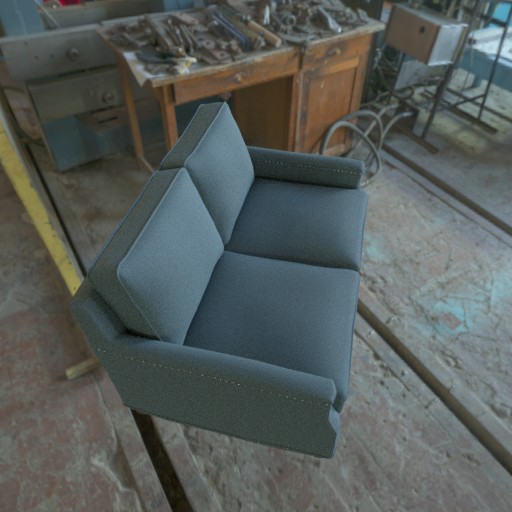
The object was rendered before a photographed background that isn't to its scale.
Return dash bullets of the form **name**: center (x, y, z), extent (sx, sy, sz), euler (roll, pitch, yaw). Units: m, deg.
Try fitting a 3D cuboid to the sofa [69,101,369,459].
- **sofa**: center (0.000, 0.000, 2.290), extent (1.084, 1.003, 1.597), euler (10, 46, 10)
